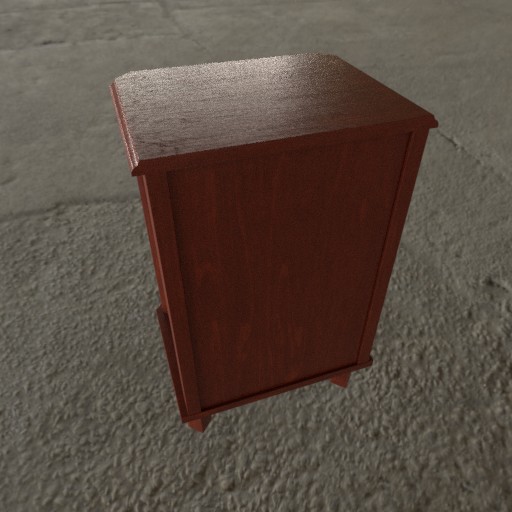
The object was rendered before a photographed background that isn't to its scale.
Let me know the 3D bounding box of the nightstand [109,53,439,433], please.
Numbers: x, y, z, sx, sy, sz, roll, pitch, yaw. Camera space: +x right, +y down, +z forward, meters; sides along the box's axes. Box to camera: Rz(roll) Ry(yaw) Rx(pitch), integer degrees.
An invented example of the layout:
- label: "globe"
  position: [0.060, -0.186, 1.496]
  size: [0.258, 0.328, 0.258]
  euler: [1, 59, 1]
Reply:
- label: "nightstand"
  position: [0.000, 0.000, 0.918]
  size: [0.435, 0.681, 0.351]
  euler: [-12, 41, -14]
